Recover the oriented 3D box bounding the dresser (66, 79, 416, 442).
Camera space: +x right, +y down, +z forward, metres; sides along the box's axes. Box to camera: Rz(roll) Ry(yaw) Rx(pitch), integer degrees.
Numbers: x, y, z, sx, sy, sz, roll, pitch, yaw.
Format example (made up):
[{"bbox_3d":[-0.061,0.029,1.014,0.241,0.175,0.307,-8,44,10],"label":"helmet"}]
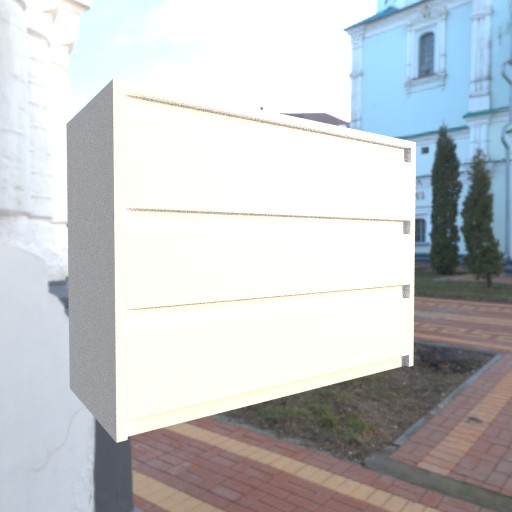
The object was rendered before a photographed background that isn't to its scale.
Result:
[{"bbox_3d":[0.000,0.000,1.500,1.100,0.820,0.460,-1,2,-35],"label":"dresser"}]
